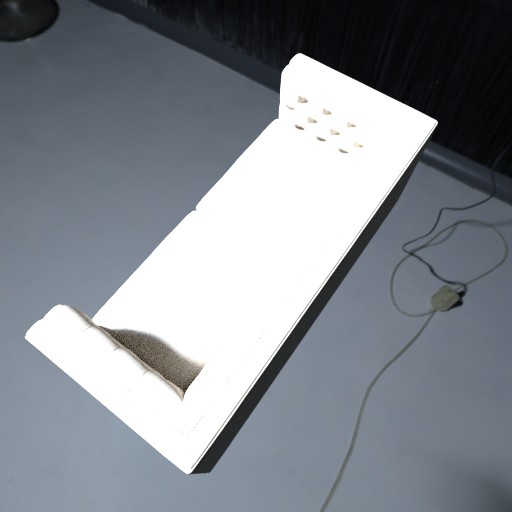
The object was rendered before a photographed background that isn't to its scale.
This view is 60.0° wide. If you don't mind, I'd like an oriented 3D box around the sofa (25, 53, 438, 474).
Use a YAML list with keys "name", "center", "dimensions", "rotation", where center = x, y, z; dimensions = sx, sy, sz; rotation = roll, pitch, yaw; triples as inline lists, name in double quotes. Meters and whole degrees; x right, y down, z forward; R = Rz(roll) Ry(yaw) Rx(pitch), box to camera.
- name: "sofa"
  center: [0.000, 0.000, 2.129]
  dimensions: [0.775, 0.762, 1.778]
  rotation: [33, 69, 15]
